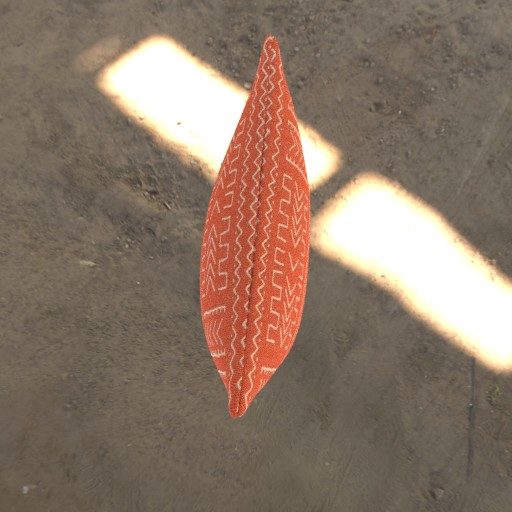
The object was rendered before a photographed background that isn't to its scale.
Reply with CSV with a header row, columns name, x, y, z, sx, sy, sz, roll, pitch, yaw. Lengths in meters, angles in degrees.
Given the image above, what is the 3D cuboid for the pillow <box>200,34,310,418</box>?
name,x,y,z,sx,sy,sz,roll,pitch,yaw
pillow,0.000,0.000,0.673,0.164,0.429,0.438,5,76,1
